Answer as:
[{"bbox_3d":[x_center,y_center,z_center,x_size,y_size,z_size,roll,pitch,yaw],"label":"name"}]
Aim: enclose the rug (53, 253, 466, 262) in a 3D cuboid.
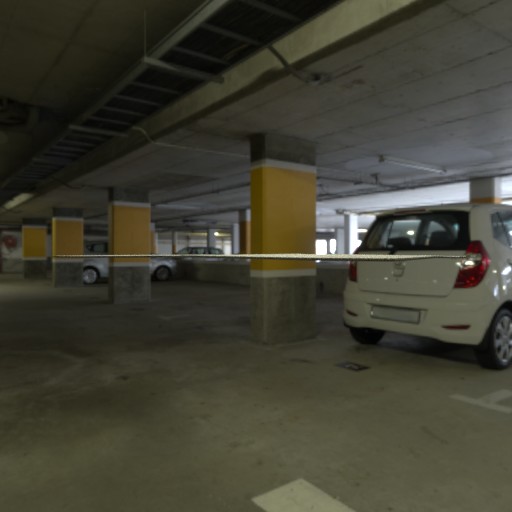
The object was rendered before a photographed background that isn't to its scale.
[{"bbox_3d":[0.000,0.000,2.265,1.789,0.021,1.159,0,1,35],"label":"rug"}]
